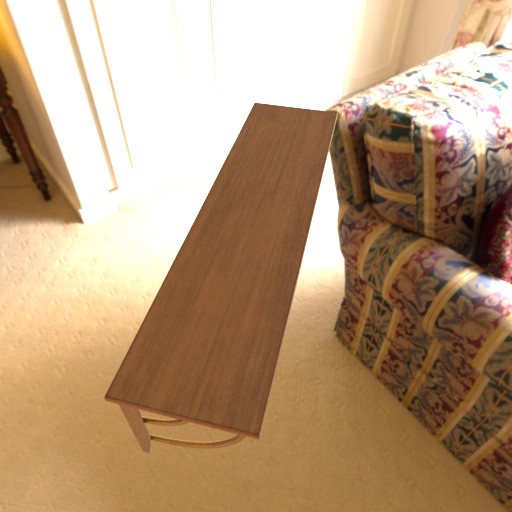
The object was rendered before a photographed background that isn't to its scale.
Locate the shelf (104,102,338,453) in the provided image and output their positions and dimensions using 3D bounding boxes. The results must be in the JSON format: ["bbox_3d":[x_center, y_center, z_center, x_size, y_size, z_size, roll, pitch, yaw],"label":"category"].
[{"bbox_3d":[0.000,0.000,0.724,0.166,0.190,0.636,10,48,10],"label":"shelf"}]
